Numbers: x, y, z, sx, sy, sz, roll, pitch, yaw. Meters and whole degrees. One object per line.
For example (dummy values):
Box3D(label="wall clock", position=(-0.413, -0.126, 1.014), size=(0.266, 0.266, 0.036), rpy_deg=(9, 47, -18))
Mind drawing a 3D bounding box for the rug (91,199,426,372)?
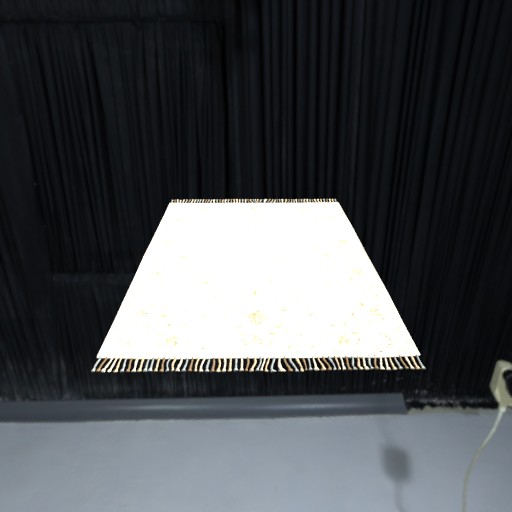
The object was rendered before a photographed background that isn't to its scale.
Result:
Box3D(label="rug", position=(0.000, 0.000, 2.418), size=(1.218, 0.017, 1.861), rpy_deg=(0, 26, -1))
